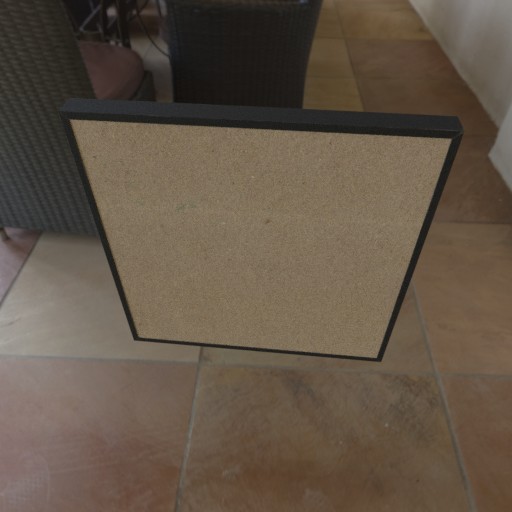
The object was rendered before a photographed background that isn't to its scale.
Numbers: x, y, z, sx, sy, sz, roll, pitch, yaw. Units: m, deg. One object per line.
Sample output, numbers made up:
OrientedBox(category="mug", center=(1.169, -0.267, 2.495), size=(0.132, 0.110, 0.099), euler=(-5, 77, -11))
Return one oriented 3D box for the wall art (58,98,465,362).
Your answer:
OrientedBox(category="wall art", center=(0.000, 0.000, 0.742), size=(0.508, 0.508, 0.038), euler=(4, 45, 4))
